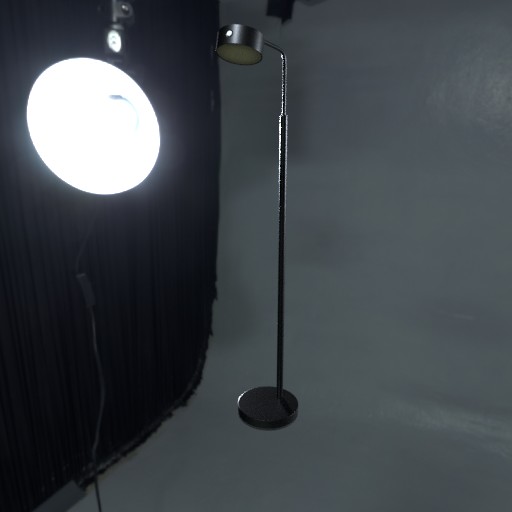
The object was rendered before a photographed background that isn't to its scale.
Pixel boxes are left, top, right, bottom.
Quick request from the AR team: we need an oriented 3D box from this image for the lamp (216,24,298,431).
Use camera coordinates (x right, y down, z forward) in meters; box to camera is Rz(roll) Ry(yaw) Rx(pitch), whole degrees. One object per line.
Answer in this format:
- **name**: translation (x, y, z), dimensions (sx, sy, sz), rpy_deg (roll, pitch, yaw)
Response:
- **lamp**: translation (0.000, 0.000, 1.381), dimensions (0.219, 1.230, 0.418), rpy_deg (7, 16, 25)
